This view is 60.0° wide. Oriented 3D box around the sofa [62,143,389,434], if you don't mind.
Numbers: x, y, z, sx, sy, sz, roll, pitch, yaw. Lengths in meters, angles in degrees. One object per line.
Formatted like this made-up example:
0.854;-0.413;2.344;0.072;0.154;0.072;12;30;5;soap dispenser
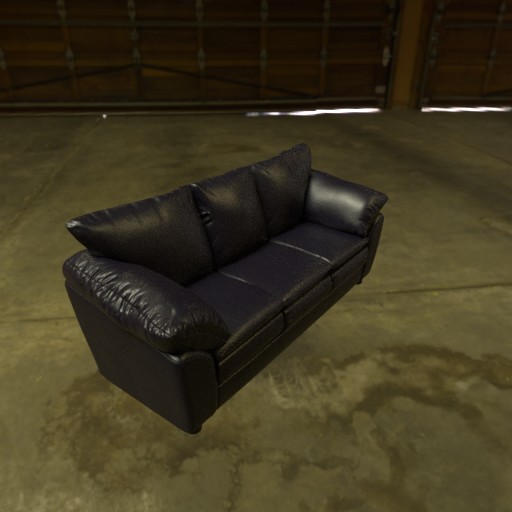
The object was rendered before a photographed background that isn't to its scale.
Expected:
0.000;0.000;2.944;0.880;1.073;2.336;19;32;33;sofa
